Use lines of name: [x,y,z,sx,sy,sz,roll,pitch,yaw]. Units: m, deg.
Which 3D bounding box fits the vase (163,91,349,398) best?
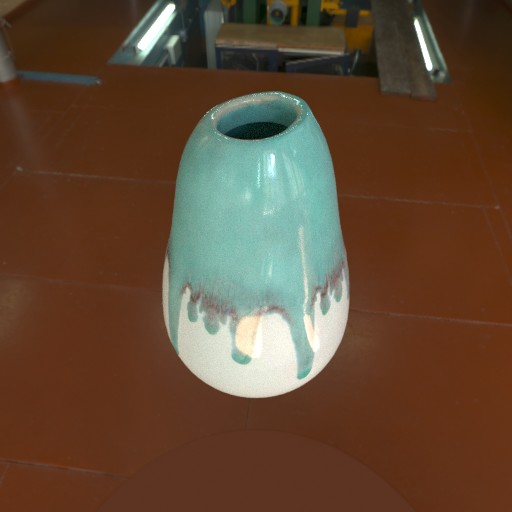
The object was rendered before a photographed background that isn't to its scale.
vase: [0.000,0.000,0.252,0.116,0.179,0.116,0,47,0]
